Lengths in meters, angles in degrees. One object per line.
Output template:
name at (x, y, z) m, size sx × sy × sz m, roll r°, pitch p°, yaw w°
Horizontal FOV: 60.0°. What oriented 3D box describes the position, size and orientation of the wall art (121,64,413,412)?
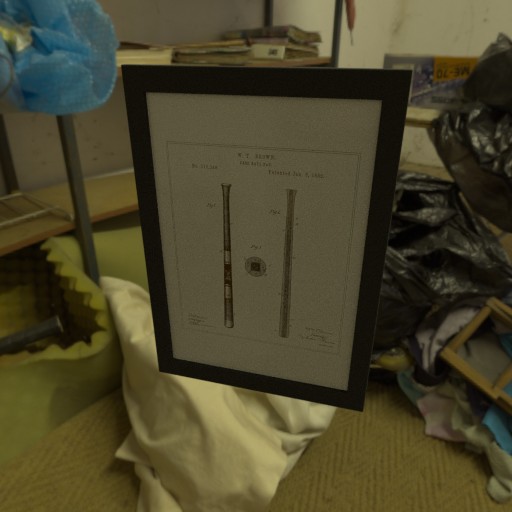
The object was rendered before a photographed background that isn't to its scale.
wall art at (0.000, 0.000, 0.672) m, size 0.374 × 0.529 × 0.012 m, roll 7°, pitch 27°, yaw 14°
